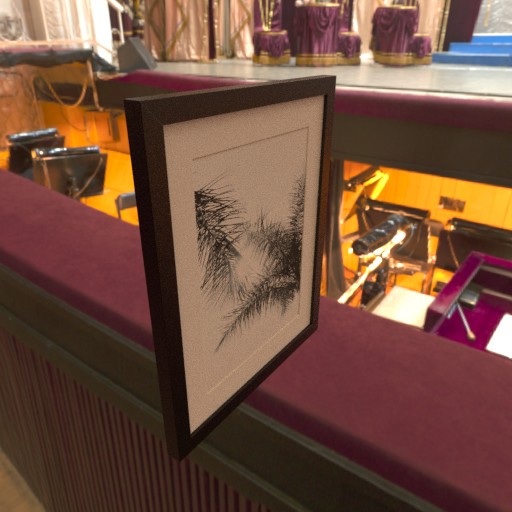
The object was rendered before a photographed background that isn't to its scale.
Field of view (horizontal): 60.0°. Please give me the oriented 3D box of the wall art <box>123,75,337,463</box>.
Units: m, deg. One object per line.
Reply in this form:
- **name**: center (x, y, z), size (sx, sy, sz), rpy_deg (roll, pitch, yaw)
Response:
- **wall art**: center (0.000, 0.000, 0.768), size (0.028, 0.557, 0.457), rpy_deg (18, 31, 32)
